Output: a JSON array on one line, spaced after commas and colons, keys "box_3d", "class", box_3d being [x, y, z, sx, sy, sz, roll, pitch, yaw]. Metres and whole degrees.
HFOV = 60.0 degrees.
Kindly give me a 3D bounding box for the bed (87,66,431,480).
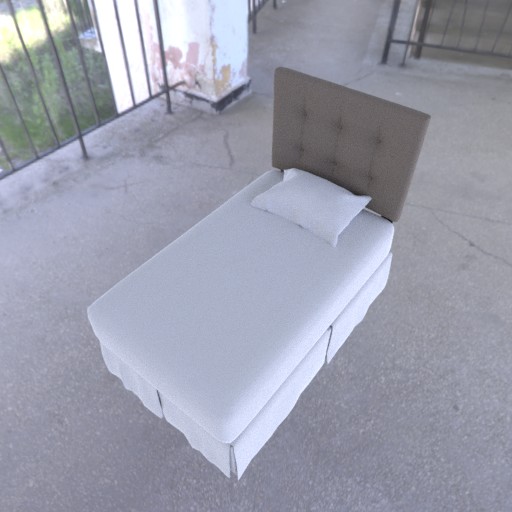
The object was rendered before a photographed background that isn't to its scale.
[{"box_3d": [0.000, 0.000, 2.917, 1.261, 1.571, 1.997, 30, 53, 26], "class": "bed"}]
